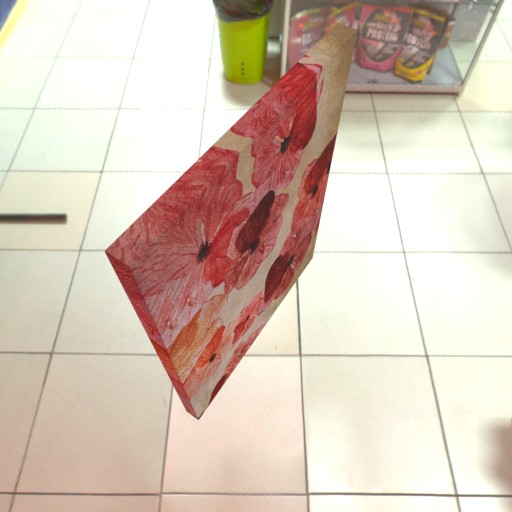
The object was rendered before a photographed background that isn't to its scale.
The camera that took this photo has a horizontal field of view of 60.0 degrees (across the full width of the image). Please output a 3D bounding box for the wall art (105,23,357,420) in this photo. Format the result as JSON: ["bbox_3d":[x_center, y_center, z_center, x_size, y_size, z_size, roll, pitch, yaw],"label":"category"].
[{"bbox_3d":[0.000,0.000,0.661,0.028,0.508,0.406,29,61,18],"label":"wall art"}]
